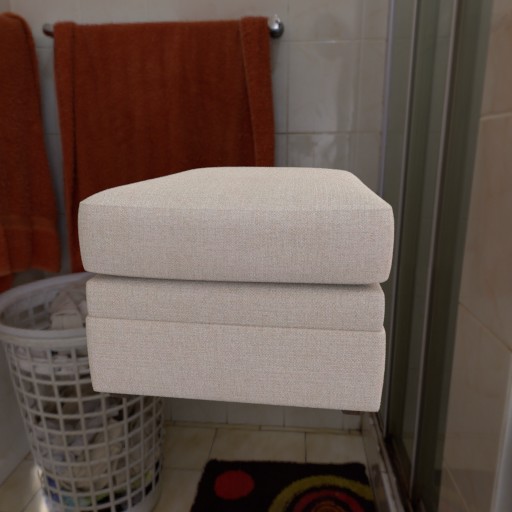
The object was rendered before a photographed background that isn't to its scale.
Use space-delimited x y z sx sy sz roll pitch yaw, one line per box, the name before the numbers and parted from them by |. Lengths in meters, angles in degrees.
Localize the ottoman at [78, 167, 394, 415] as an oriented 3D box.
ottoman | 0.000 0.000 1.276 0.637 0.478 0.885 2 14 7
